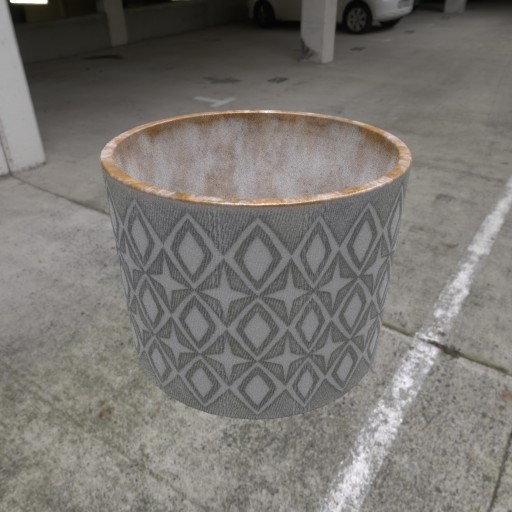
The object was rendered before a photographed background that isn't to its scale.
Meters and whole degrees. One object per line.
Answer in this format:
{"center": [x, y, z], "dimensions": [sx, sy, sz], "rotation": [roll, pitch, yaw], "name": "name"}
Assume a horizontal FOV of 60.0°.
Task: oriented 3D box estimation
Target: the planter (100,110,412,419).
{"center": [0.000, 0.000, 0.433], "dimensions": [0.255, 0.223, 0.255], "rotation": [0, 31, 0], "name": "planter"}
